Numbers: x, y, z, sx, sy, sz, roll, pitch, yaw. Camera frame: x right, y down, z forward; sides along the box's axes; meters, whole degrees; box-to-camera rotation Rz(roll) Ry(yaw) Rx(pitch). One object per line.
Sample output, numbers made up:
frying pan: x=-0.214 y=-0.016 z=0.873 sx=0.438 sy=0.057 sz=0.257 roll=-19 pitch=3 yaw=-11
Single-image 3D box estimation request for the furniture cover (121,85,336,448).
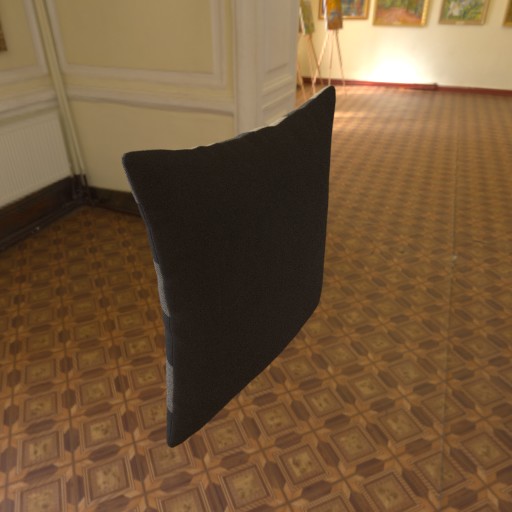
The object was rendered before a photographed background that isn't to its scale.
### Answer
furniture cover: x=0.000 y=0.000 z=0.794 sx=0.161 sy=0.509 sz=0.511 roll=20 pitch=36 yaw=29
